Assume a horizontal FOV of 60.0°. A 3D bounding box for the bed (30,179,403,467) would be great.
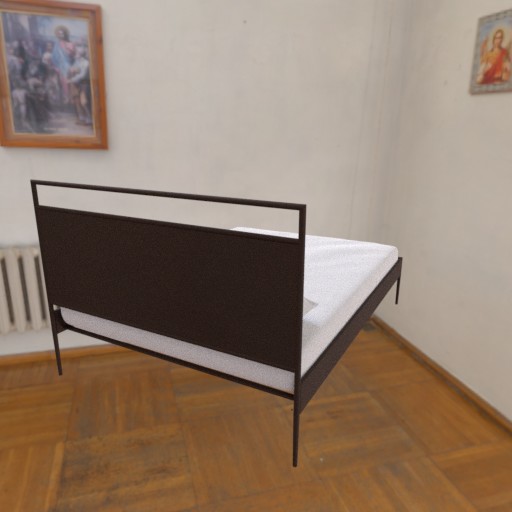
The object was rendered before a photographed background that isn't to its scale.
[{"bbox_3d":[0.000,0.000,3.039,1.572,1.173,2.122,9,19,27],"label":"bed"}]
